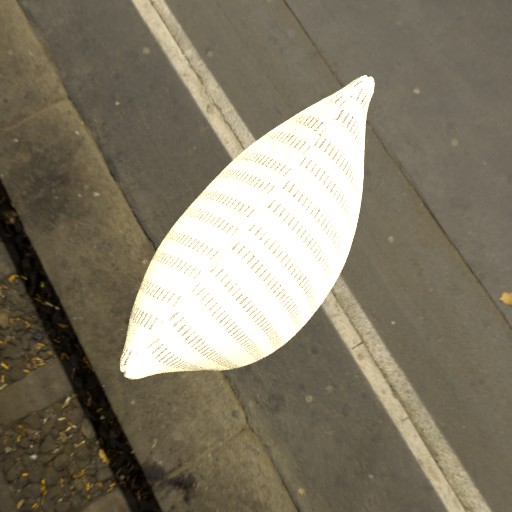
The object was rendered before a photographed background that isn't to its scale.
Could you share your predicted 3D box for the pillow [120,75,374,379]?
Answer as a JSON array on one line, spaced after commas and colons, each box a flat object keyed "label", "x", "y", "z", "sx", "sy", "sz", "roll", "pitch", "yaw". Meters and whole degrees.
[{"label": "pillow", "x": 0.000, "y": 0.000, "z": 0.679, "sx": 0.247, "sy": 0.419, "sz": 0.438, "roll": 38, "pitch": 80, "yaw": 8}]
